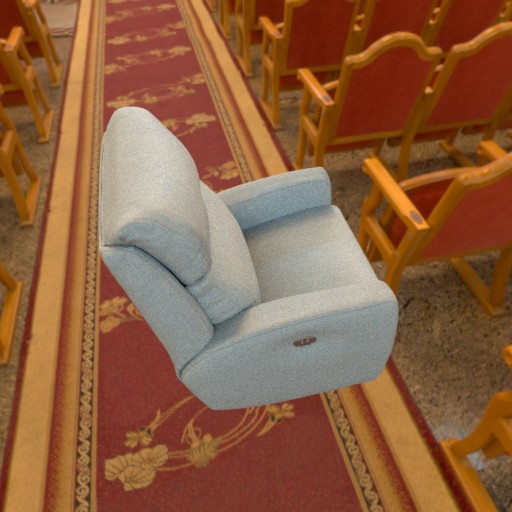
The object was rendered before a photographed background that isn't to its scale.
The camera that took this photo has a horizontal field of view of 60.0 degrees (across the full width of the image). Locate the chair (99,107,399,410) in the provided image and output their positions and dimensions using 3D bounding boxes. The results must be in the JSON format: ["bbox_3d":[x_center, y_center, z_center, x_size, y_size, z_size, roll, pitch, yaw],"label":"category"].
[{"bbox_3d":[0.000,0.000,1.649,0.940,1.016,0.794,-9,47,-9],"label":"chair"}]
